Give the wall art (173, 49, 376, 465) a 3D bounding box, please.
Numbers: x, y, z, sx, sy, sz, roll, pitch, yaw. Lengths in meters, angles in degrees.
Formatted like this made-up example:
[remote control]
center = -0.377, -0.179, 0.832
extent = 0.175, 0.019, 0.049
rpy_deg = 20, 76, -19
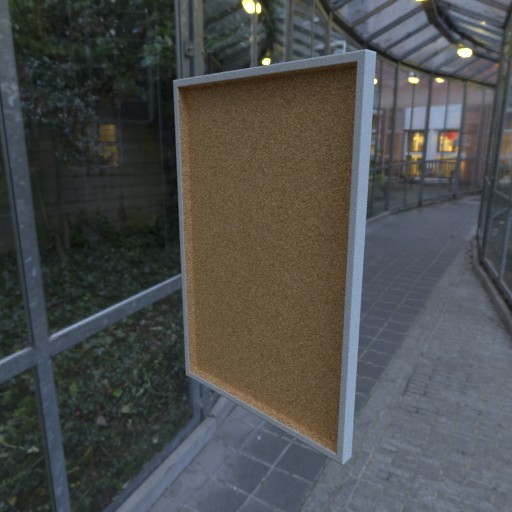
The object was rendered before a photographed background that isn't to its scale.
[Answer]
[wall art]
center = 0.000, 0.000, 1.162
extent = 0.610, 0.914, 0.038
rpy_deg = 13, 20, 42
